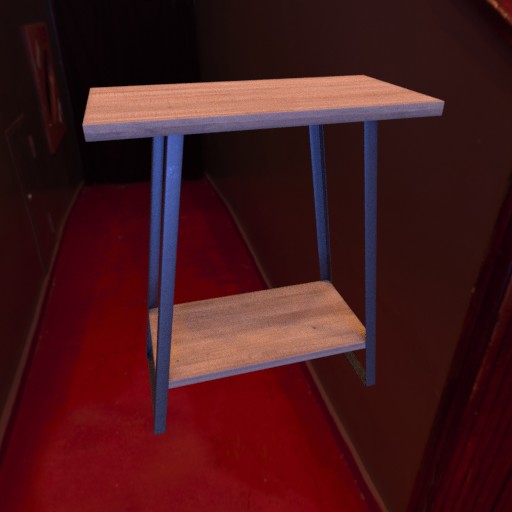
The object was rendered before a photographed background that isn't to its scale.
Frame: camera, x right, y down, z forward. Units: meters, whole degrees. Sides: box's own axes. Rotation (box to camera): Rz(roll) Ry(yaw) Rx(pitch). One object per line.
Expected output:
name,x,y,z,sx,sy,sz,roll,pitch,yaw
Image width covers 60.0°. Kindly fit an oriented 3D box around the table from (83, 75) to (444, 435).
table,0.000,0.000,1.004,0.599,0.701,0.300,-8,32,-14
